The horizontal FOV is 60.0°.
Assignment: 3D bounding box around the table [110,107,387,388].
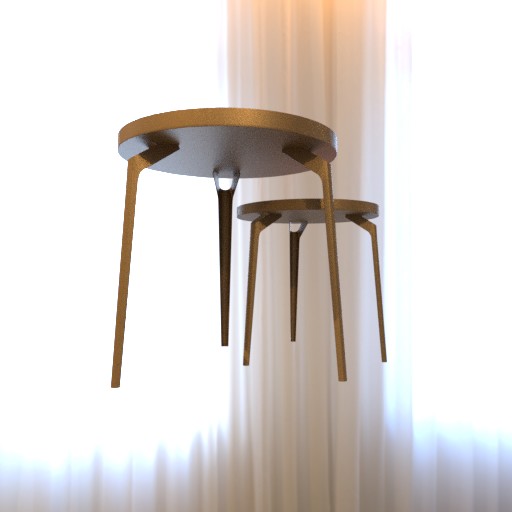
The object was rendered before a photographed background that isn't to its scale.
[{"bbox_3d":[0.000,0.000,1.149,0.751,0.555,0.532,1,-1,-36],"label":"table"}]
